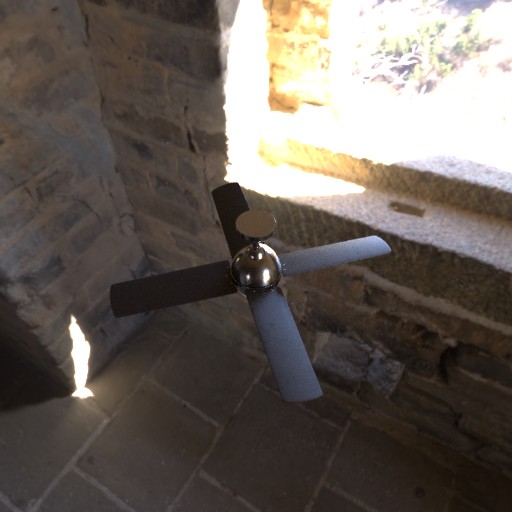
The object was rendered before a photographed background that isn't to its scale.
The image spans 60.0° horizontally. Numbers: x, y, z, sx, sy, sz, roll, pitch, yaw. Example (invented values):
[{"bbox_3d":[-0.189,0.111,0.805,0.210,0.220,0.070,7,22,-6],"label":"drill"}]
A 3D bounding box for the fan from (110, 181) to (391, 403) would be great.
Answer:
[{"bbox_3d":[0.000,0.000,2.002,1.332,0.403,1.332,-12,48,-11],"label":"fan"}]
